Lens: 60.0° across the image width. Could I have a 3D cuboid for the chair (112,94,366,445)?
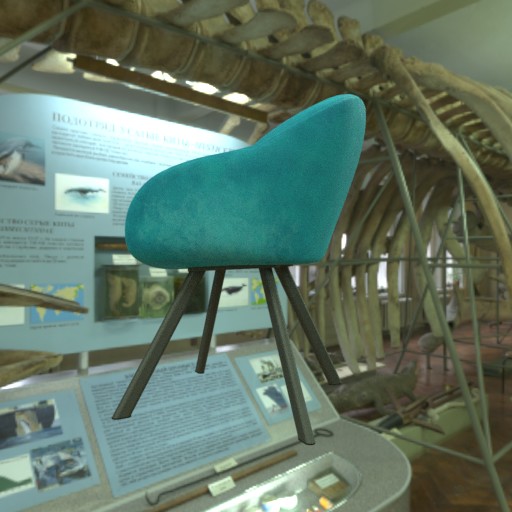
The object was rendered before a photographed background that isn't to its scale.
[{"bbox_3d":[0.000,0.000,1.223,0.590,0.795,0.550,0,0,18],"label":"chair"}]
